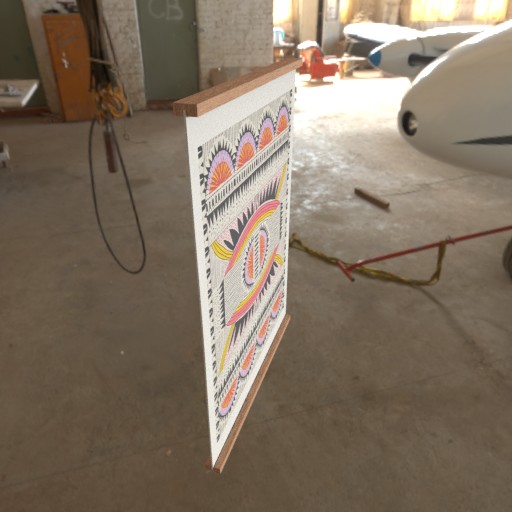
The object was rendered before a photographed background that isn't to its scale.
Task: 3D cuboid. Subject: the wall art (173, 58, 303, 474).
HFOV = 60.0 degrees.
[{"bbox_3d":[0.000,0.000,0.796,0.028,0.609,0.456,10,31,16],"label":"wall art"}]
